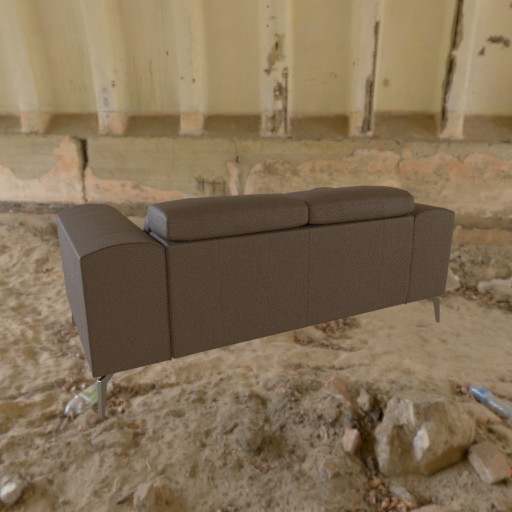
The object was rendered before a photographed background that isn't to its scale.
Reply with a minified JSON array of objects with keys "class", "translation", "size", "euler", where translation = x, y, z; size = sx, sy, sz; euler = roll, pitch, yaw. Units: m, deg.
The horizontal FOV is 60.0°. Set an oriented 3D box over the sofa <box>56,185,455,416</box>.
[{"class":"sofa","translation":[0.000,0.000,2.394],"size":[1.895,0.779,1.003],"euler":[-8,18,-27]}]
